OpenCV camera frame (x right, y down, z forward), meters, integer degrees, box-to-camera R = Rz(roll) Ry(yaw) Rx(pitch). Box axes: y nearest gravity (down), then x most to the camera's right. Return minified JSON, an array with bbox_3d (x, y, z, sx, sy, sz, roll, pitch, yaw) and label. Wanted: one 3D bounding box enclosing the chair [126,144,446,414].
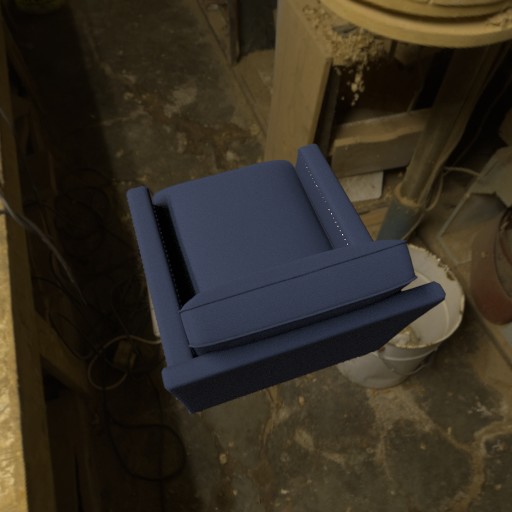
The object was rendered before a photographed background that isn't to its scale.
[{"bbox_3d":[0.000,0.000,1.754,0.853,0.943,1.014,-16,60,-10],"label":"chair"}]
